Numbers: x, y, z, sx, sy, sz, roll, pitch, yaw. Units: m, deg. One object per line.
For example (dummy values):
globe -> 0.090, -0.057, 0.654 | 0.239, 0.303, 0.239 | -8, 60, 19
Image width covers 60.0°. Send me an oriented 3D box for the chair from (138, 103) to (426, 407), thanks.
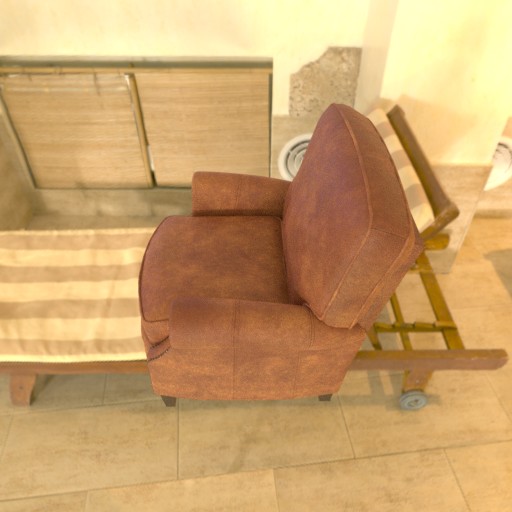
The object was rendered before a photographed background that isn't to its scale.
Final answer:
chair -> 0.000, 0.000, 1.765 | 0.986, 1.018, 0.936 | -1, 42, -1
